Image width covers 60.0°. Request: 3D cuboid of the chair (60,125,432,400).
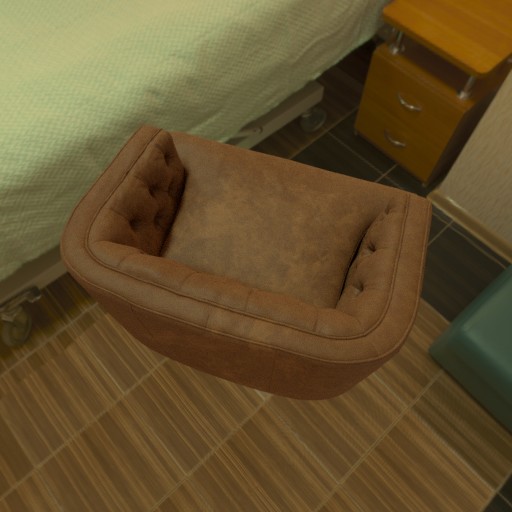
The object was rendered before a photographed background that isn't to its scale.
[{"bbox_3d":[0.000,0.000,1.702,1.119,0.836,0.911,17,64,8],"label":"chair"}]
